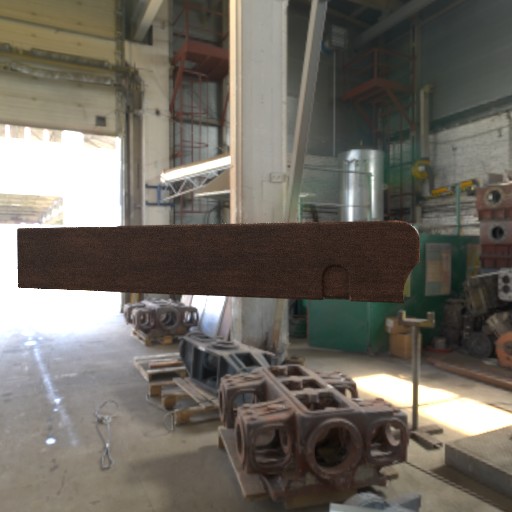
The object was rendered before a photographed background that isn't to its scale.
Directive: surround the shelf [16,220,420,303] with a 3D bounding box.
[{"bbox_3d":[0.000,0.000,0.458,0.310,0.050,0.310,0,1,19],"label":"shelf"}]
